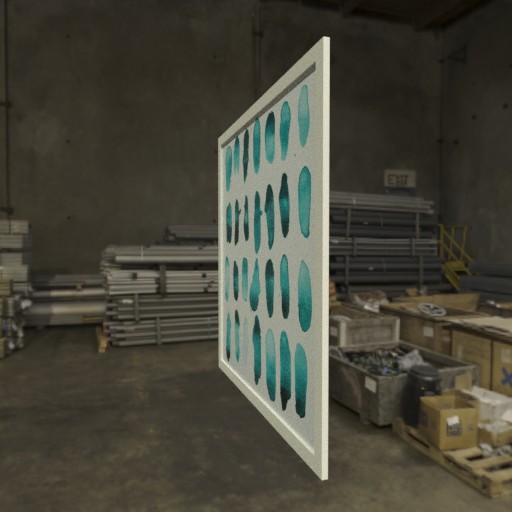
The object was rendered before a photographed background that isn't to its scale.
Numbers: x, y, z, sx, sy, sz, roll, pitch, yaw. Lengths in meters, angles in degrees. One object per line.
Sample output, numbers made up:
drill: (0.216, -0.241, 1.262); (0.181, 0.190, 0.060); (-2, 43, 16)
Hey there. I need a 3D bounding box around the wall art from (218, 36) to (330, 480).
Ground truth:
wall art: (0.000, 0.000, 1.198); (0.013, 0.813, 0.812); (0, 2, -18)
